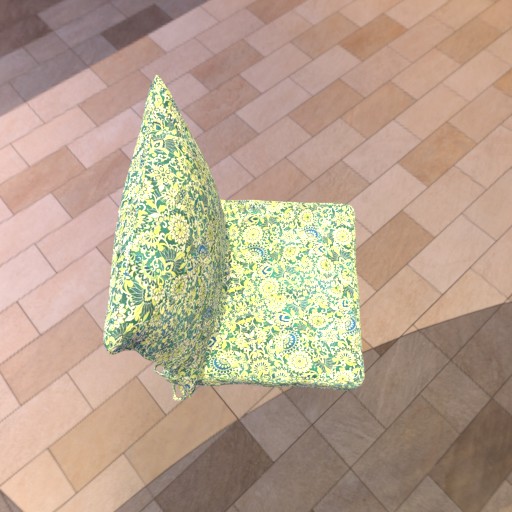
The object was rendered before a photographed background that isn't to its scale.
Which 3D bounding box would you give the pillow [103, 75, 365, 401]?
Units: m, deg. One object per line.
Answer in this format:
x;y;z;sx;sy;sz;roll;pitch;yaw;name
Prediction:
0.000;0.000;1.369;0.740;0.722;0.798;2;65;1;pillow
